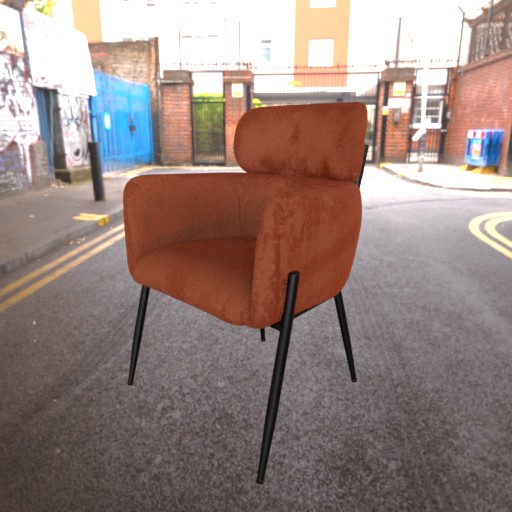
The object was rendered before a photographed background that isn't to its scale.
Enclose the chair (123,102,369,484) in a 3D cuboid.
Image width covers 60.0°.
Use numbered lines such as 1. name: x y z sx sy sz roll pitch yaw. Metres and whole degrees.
1. chair: 0.000 0.000 1.158 0.561 0.772 0.523 15 22 43
